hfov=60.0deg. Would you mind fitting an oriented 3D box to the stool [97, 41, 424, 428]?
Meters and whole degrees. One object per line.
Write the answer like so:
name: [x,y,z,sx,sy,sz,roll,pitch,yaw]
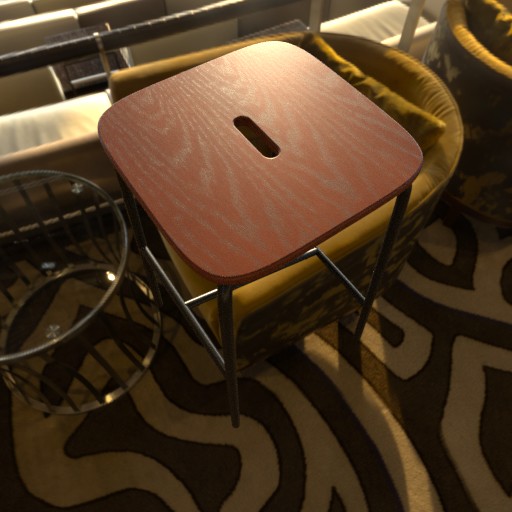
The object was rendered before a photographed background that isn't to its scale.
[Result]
stool: [0.000,0.000,0.858,0.376,0.610,0.376,-31,63,-18]
